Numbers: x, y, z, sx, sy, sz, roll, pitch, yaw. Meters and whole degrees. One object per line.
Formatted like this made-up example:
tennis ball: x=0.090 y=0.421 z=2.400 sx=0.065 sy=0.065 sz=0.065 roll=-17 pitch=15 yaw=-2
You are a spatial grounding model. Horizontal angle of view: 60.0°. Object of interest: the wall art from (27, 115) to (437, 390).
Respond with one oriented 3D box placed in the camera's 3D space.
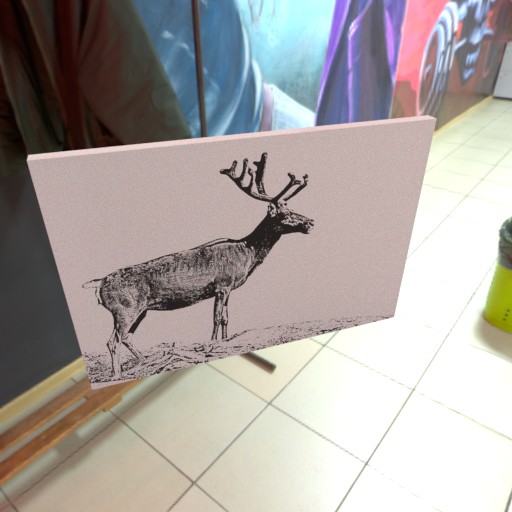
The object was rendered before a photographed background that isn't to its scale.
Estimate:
wall art: x=0.000 y=0.000 z=1.118 sx=0.906 sy=0.617 sz=0.033 roll=-10 pitch=33 yaw=-16
